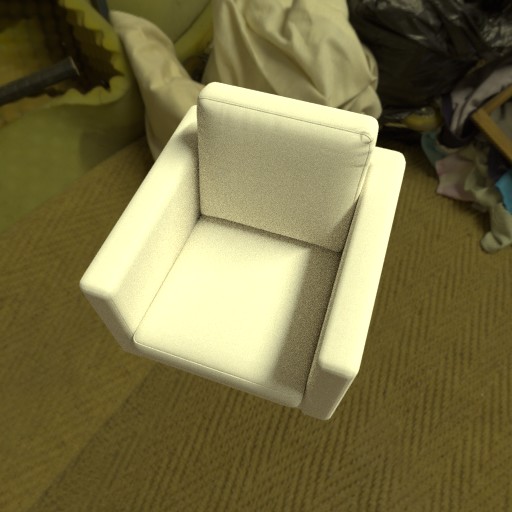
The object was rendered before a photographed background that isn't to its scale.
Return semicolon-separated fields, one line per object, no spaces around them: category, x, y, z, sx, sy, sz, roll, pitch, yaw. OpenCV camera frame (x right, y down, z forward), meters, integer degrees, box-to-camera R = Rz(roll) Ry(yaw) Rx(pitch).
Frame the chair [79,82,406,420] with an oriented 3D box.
chair;0.000;0.000;1.595;0.831;0.899;0.879;16;59;10
